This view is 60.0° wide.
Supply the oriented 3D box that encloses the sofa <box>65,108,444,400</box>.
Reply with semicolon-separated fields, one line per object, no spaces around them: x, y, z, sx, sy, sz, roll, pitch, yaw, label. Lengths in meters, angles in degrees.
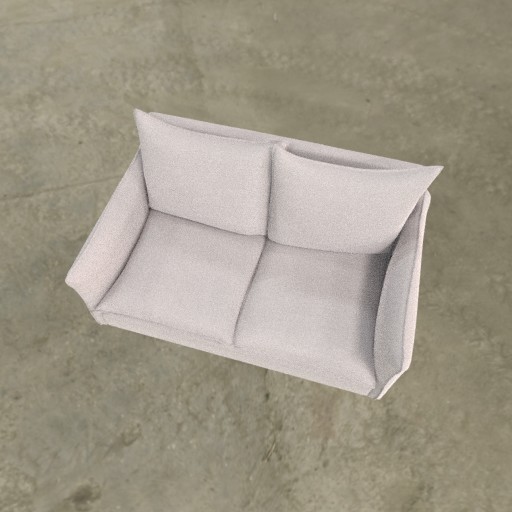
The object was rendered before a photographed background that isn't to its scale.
0.000;0.000;1.869;1.300;0.840;0.820;13;59;8;sofa
